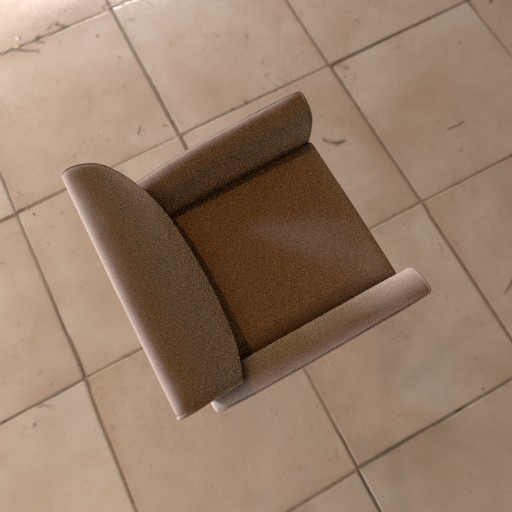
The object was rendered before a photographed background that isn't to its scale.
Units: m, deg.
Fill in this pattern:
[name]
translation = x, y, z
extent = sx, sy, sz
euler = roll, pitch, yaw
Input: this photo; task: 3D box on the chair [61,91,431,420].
[chair]
translation = 0.000, 0.000, 1.581
extent = 0.820, 0.915, 0.820
euler = -28, 77, -7
